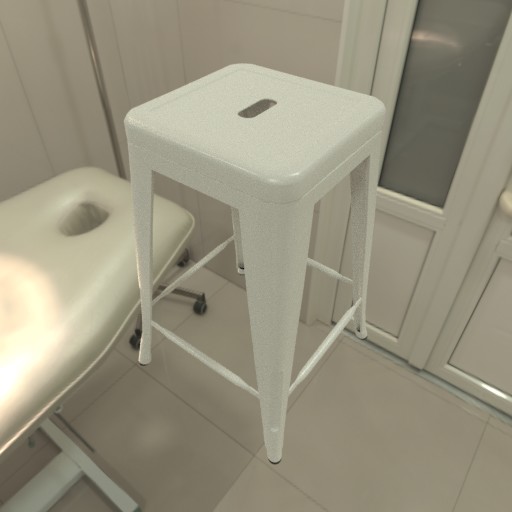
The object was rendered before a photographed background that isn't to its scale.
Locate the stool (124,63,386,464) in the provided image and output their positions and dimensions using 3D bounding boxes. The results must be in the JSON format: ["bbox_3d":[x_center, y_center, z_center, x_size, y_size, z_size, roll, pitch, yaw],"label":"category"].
[{"bbox_3d":[0.000,0.000,0.879,0.406,0.610,0.406,27,49,26],"label":"stool"}]
